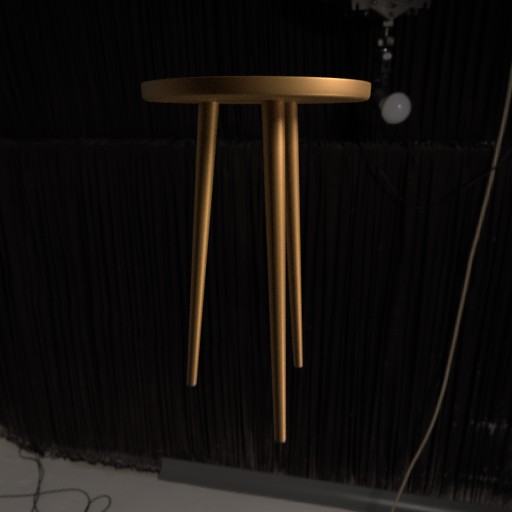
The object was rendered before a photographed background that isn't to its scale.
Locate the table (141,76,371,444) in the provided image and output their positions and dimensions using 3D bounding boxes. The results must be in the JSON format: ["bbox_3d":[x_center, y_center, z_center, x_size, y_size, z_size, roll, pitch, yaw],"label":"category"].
[{"bbox_3d":[0.000,0.000,0.666,0.299,0.480,0.299,3,18,9],"label":"table"}]
